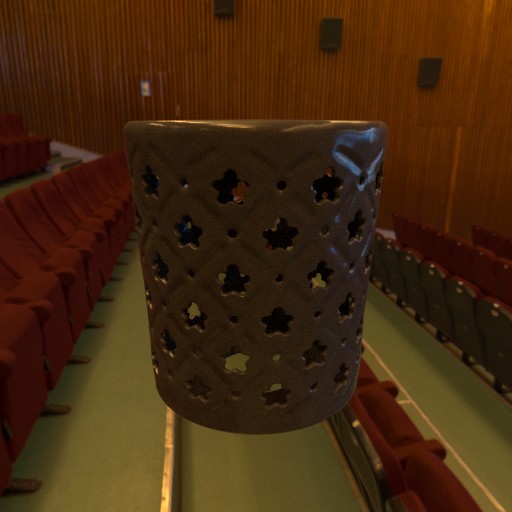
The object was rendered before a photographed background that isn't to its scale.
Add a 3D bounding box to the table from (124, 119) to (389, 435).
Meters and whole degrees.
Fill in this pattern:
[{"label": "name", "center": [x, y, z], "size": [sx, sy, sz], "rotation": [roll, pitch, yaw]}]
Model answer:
[{"label": "table", "center": [0.000, 0.000, 0.658], "size": [0.352, 0.387, 0.352], "rotation": [0, 16, 0]}]
